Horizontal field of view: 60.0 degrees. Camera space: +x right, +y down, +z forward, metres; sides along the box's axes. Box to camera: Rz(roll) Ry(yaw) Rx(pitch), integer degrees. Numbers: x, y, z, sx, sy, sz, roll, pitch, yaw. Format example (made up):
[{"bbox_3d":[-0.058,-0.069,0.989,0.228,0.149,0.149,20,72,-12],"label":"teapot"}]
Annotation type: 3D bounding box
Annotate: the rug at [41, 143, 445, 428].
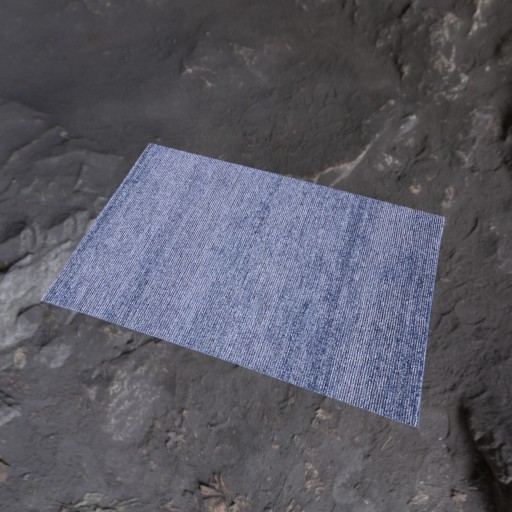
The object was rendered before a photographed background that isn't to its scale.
[{"bbox_3d":[0.000,0.000,2.244,1.777,0.021,1.145,16,58,10],"label":"rug"}]
